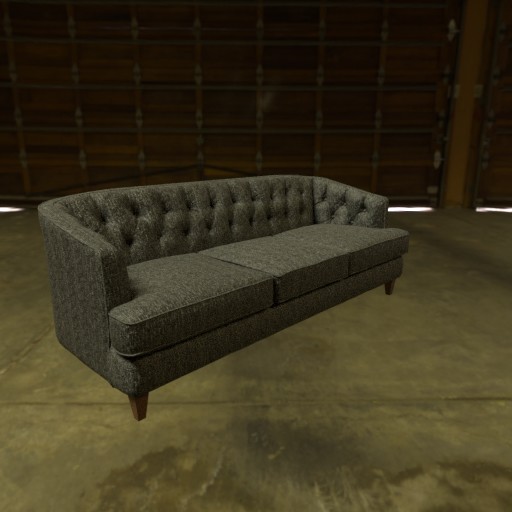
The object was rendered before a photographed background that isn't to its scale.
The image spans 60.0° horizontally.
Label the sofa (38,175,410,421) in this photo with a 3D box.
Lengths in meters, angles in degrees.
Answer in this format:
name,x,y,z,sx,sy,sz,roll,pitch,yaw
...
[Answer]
name,x,y,z,sx,sy,sz,roll,pitch,yaw
sofa,0.000,0.000,2.686,0.941,0.855,2.278,14,20,42
